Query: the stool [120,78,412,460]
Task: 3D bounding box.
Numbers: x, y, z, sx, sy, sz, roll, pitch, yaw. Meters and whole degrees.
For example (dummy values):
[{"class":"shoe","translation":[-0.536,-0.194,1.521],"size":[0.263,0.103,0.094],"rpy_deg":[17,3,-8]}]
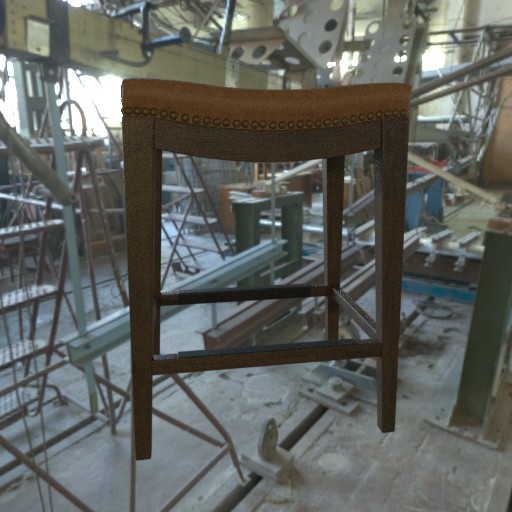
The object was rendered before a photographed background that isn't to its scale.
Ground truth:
[{"class":"stool","translation":[0.000,0.000,0.926],"size":[0.500,0.660,0.361],"rpy_deg":[-2,16,-9]}]
